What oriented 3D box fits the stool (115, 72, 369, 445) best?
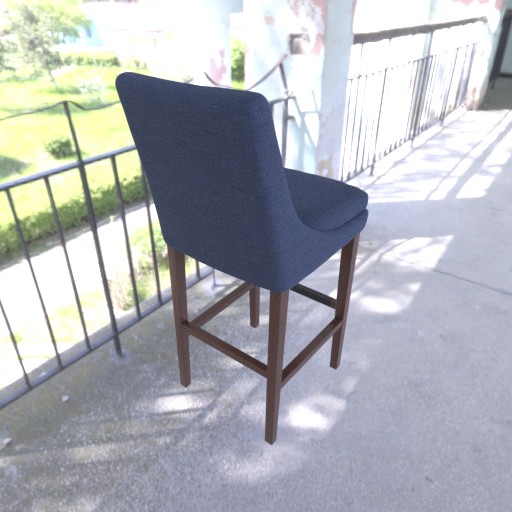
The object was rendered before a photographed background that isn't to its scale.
[{"bbox_3d":[0.000,0.000,1.358,0.470,1.078,0.577,22,38,32],"label":"stool"}]
